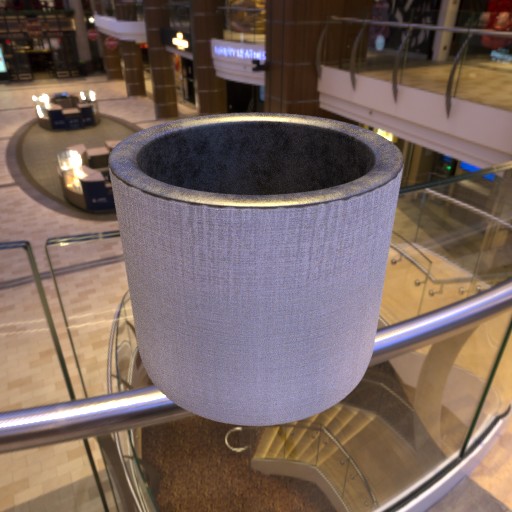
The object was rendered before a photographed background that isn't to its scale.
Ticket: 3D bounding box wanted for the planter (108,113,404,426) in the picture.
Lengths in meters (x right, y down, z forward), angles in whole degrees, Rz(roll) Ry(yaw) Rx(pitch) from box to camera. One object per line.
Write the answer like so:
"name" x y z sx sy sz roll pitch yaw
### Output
"planter" 0.000 0.000 0.220 0.125 0.112 0.125 0 31 0
